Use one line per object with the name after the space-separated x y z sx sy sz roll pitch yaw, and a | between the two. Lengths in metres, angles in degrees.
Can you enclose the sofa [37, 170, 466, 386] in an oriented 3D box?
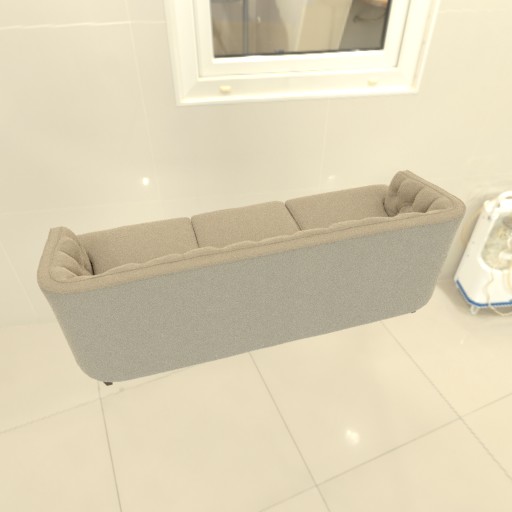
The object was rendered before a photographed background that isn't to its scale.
0.000 0.000 2.699 2.278 0.855 0.941 -11 43 -12 | sofa
